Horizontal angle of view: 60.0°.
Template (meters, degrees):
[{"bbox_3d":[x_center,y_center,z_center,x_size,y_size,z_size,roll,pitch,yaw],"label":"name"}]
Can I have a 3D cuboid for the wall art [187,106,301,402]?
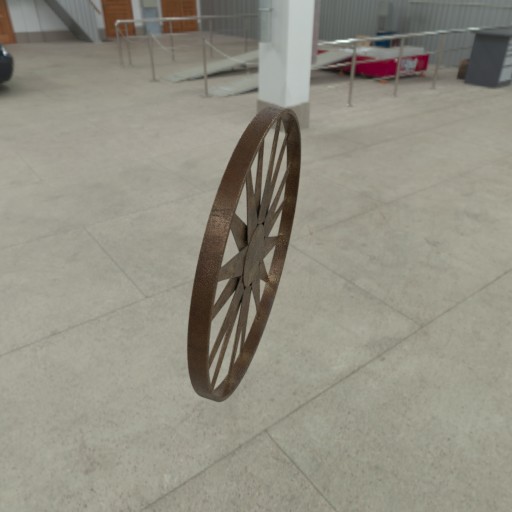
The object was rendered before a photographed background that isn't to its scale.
[{"bbox_3d":[0.000,0.000,0.903,0.084,0.583,0.582,10,33,15],"label":"wall art"}]
